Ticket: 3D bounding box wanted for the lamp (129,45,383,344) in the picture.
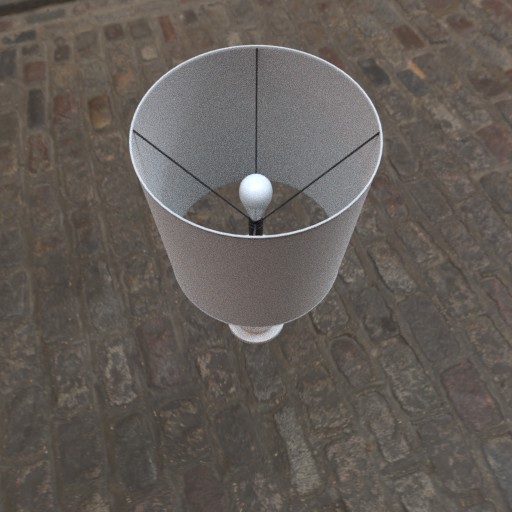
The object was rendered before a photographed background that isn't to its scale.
[{"bbox_3d":[0.000,0.000,0.569,0.208,0.455,0.208,-17,64,-9],"label":"lamp"}]
